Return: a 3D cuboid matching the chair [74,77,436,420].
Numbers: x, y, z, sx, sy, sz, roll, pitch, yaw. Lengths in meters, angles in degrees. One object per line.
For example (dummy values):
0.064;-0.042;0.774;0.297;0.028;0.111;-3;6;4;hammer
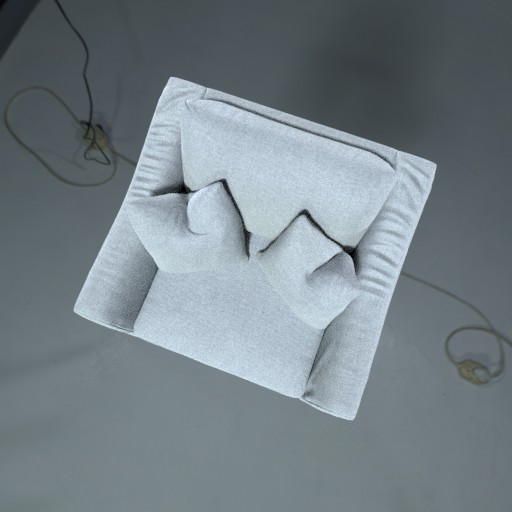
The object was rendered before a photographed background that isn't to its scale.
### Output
0.000;0.000;2.040;1.194;1.059;1.071;20;76;5;chair
